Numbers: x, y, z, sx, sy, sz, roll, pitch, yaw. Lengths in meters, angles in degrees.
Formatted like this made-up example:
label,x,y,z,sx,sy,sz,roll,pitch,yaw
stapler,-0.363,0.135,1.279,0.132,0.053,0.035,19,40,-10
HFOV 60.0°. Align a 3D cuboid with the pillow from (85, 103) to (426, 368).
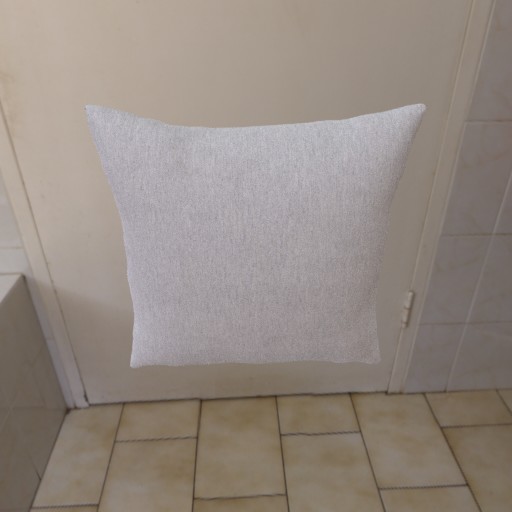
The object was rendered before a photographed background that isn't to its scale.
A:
label,x,y,z,sx,sy,sz,roll,pitch,yaw
pillow,0.000,0.000,0.664,0.433,0.436,0.173,0,31,-1
